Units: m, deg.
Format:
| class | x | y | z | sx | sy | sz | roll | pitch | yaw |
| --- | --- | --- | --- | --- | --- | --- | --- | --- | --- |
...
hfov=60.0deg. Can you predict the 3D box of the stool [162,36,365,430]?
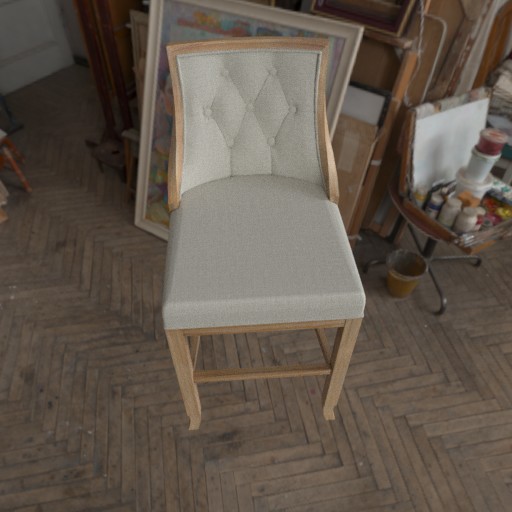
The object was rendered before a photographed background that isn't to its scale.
| class | x | y | z | sx | sy | sz | roll | pitch | yaw |
| --- | --- | --- | --- | --- | --- | --- | --- | --- | --- |
| stool | 0.000 | 0.000 | 1.399 | 0.524 | 1.101 | 0.626 | -3 | 47 | -3 |
